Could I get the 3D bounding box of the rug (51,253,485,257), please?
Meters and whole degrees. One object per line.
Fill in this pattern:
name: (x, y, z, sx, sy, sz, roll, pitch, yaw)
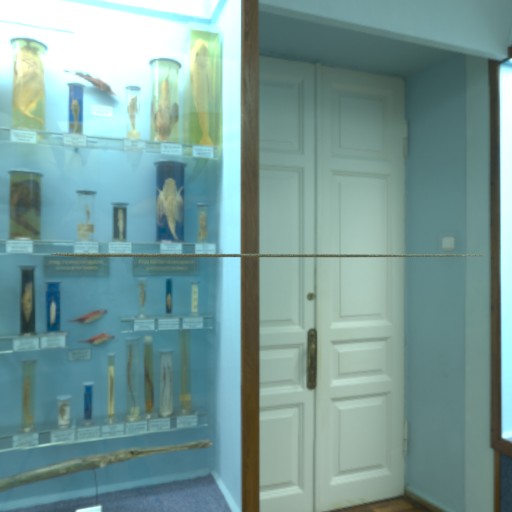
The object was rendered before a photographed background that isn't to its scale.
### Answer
rug: (0.000, 0.000, 2.218, 1.747, 0.006, 1.143, 0, 0, -18)
